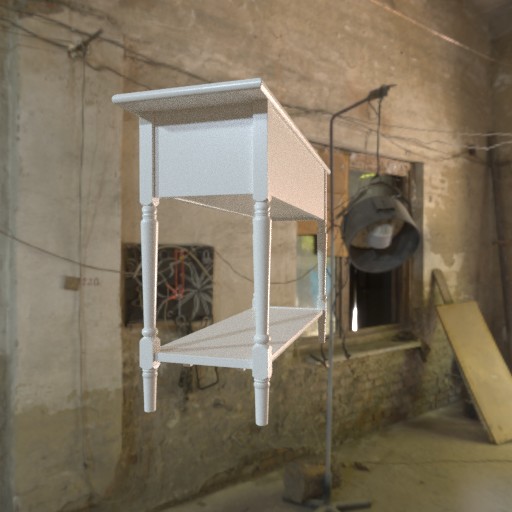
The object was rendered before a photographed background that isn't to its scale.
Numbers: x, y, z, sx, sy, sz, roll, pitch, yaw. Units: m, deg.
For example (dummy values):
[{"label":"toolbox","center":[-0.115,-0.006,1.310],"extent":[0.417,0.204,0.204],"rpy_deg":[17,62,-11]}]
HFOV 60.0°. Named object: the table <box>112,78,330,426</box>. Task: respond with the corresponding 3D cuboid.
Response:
[{"label":"table","center":[0.000,0.000,1.613],"extent":[0.386,0.814,1.191],"rpy_deg":[0,1,17]}]
